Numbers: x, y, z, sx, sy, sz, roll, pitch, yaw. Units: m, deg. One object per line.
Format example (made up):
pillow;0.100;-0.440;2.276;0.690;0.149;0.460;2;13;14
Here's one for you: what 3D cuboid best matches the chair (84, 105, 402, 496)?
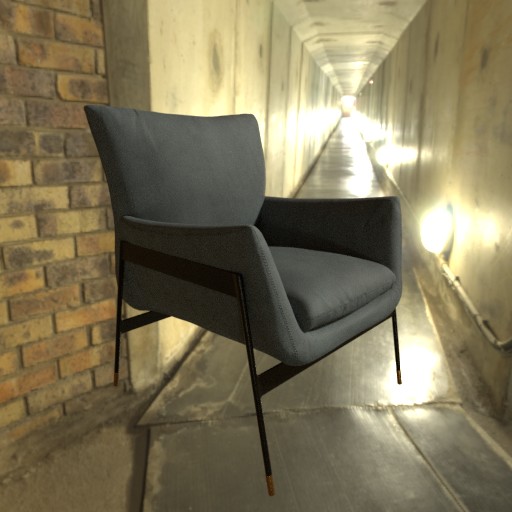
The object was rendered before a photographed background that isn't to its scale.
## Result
chair;0.000;0.000;1.326;0.709;0.858;0.678;13;20;41
